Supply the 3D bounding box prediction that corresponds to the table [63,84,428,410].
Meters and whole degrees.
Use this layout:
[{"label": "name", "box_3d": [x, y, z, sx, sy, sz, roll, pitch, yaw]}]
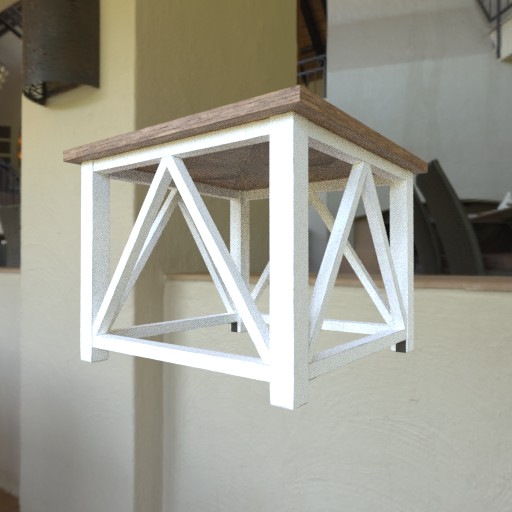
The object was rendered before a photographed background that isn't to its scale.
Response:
[{"label": "table", "box_3d": [0.000, 0.000, 1.190, 0.700, 0.532, 0.700, -1, -1, 37]}]
